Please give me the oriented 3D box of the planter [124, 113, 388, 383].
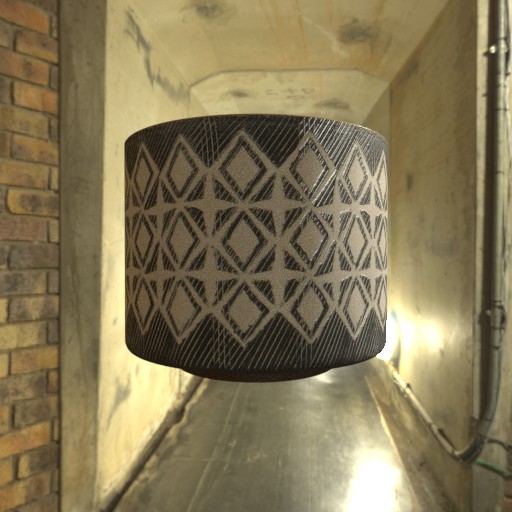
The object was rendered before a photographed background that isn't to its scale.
[{"bbox_3d":[0.000,0.000,0.223,0.126,0.104,0.126,0,1,0],"label":"planter"}]
